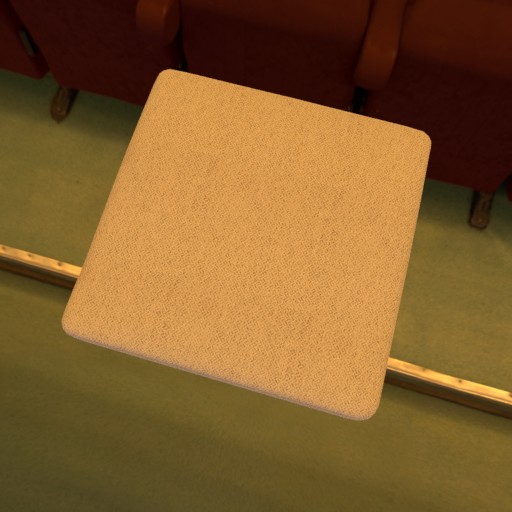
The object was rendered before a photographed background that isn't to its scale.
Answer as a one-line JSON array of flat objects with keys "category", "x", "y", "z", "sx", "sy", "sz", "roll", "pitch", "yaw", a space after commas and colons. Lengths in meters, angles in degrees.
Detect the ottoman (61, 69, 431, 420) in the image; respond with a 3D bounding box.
[{"category": "ottoman", "x": 0.000, "y": 0.000, "z": 0.920, "sx": 0.521, "sy": 0.453, "sz": 0.512, "roll": 15, "pitch": 76, "yaw": 4}]
